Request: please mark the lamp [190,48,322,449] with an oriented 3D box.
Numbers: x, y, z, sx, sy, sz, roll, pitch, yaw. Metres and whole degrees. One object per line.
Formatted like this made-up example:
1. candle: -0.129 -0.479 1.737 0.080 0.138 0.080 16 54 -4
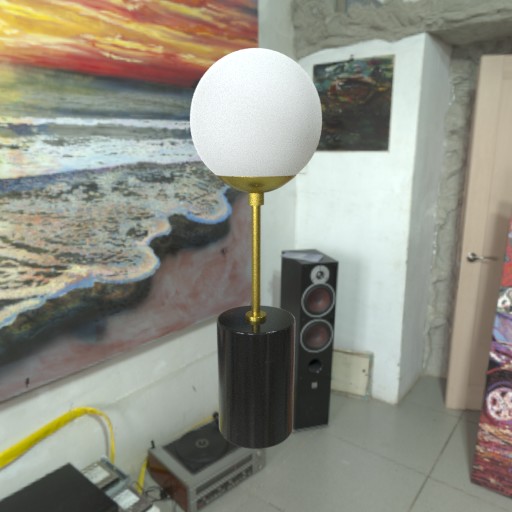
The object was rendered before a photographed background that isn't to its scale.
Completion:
1. lamp: 0.000 0.000 0.557 0.153 0.480 0.153 0 13 0
